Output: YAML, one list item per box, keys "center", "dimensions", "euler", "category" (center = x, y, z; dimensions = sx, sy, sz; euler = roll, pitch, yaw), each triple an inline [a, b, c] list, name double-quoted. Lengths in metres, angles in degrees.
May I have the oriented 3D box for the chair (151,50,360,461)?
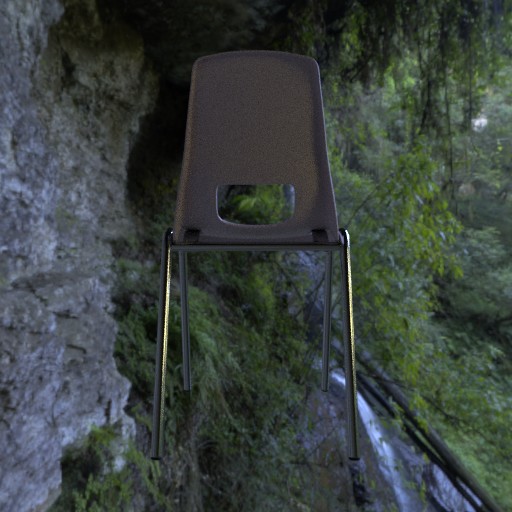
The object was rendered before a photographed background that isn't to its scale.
- center: [0.000, 0.000, 0.967]
  dimensions: [0.381, 0.704, 0.436]
  euler: [0, -1, 0]
  category: "chair"
